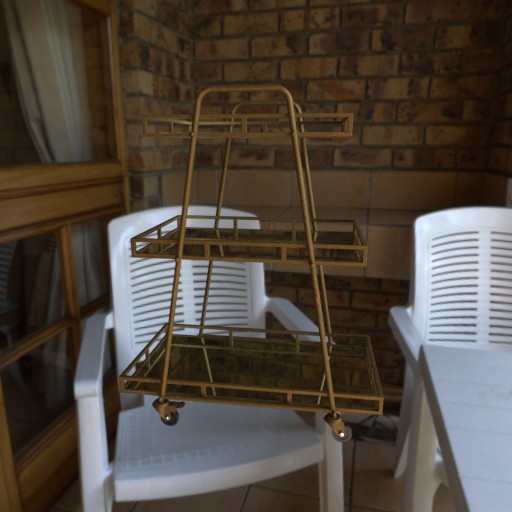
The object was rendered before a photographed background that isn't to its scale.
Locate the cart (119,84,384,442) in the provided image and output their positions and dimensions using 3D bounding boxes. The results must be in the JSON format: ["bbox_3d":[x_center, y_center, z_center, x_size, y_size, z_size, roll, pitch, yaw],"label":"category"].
[{"bbox_3d":[0.000,0.000,1.281,0.711,0.883,0.441,2,14,8],"label":"cart"}]
